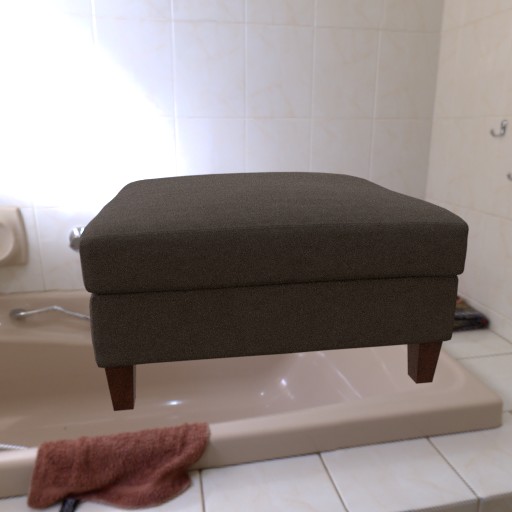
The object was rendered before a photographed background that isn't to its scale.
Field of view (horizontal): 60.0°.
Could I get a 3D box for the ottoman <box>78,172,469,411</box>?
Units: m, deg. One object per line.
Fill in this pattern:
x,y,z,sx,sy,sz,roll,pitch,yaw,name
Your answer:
0.000,0.000,1.384,0.861,0.482,0.881,-2,16,-8,ottoman
